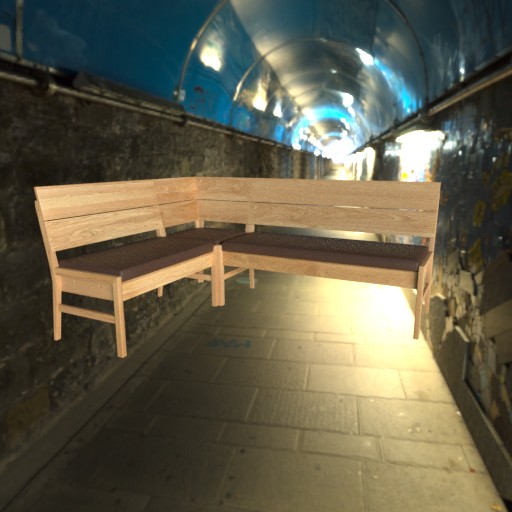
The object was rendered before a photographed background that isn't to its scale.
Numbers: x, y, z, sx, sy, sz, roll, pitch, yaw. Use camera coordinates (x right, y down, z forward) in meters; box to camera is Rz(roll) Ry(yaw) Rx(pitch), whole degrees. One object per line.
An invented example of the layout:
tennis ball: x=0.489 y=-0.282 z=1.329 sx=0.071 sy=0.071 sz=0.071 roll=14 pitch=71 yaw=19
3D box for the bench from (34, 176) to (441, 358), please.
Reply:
bench: x=0.000 y=0.000 z=2.778 sx=1.975 sy=0.890 sz=1.549 roll=6 pitch=14 yaw=25
